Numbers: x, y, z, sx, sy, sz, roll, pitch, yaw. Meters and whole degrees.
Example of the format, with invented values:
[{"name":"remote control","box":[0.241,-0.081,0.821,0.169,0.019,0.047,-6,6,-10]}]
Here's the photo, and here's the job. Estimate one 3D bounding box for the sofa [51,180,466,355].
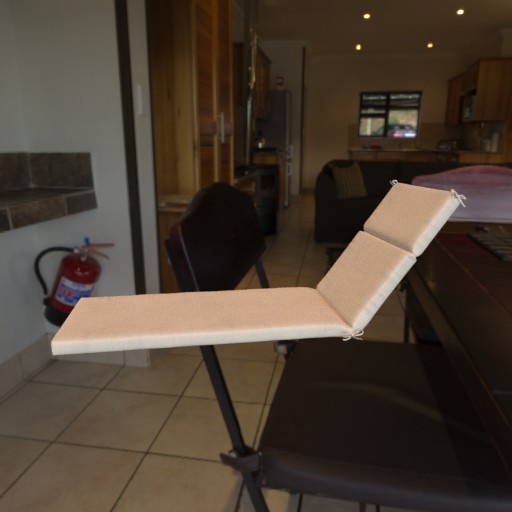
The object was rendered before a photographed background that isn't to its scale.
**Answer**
[{"name":"sofa","box":[0.000,0.000,1.984,1.663,0.622,0.582,-2,14,-9]}]
